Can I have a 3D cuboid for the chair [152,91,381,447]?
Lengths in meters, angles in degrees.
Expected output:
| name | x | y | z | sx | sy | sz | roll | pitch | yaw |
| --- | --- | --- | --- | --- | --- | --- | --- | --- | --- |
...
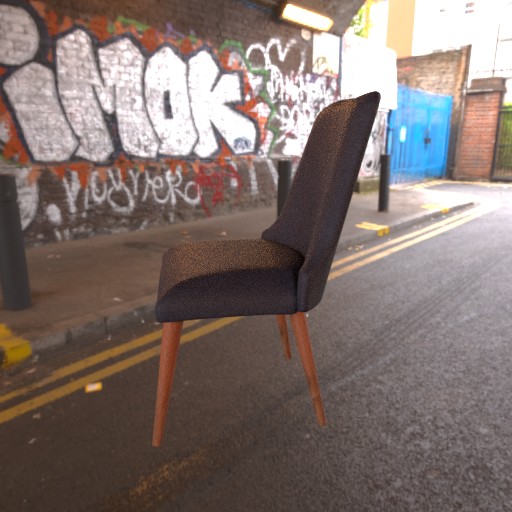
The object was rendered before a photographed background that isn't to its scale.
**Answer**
| name | x | y | z | sx | sy | sz | roll | pitch | yaw |
| --- | --- | --- | --- | --- | --- | --- | --- | --- | --- |
| chair | 0.000 | 0.000 | 1.188 | 0.567 | 0.820 | 0.504 | -2 | 14 | -9 |
